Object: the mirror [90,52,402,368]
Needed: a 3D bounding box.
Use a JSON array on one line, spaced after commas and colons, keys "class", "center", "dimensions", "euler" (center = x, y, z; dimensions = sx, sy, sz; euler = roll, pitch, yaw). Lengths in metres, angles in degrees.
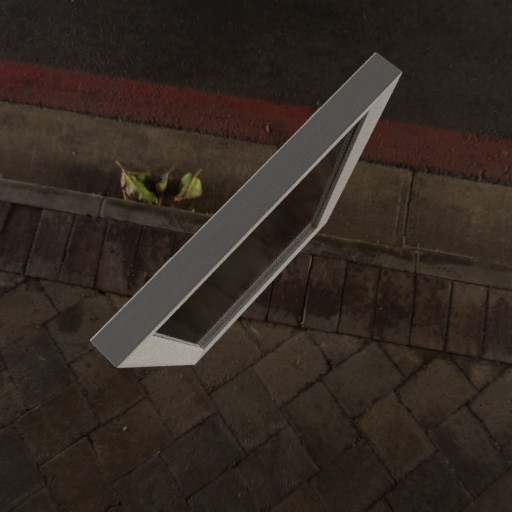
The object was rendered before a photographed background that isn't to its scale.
[{"class": "mirror", "center": [0.000, 0.000, 0.675], "dimensions": [0.041, 0.508, 0.405], "euler": [42, 80, 9]}]
